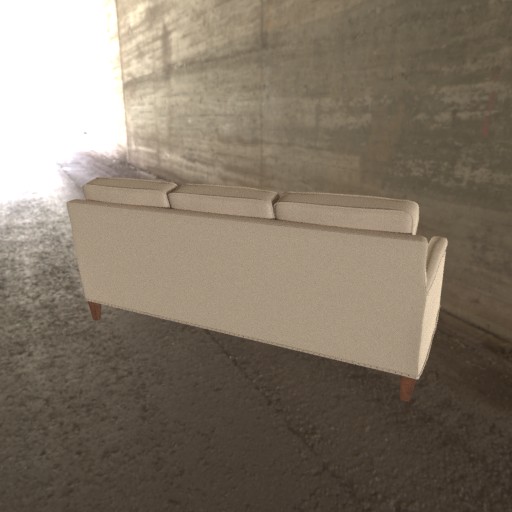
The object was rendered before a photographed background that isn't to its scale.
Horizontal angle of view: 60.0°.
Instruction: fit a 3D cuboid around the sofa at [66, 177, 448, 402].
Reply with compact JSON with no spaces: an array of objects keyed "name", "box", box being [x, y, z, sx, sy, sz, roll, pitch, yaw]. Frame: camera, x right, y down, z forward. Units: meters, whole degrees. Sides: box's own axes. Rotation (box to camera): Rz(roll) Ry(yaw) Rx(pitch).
[{"name":"sofa","box":[0.000,0.000,2.892,2.246,1.003,1.084,8,19,25]}]
